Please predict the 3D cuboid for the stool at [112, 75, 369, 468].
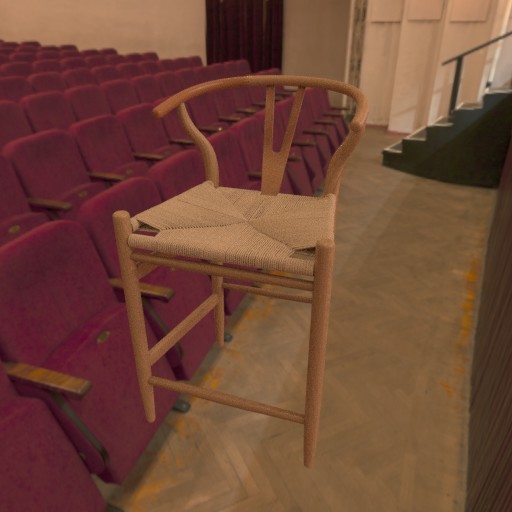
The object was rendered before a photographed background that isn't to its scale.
[{"bbox_3d":[0.000,0.000,1.277,0.536,0.923,0.575,9,28,17],"label":"stool"}]
